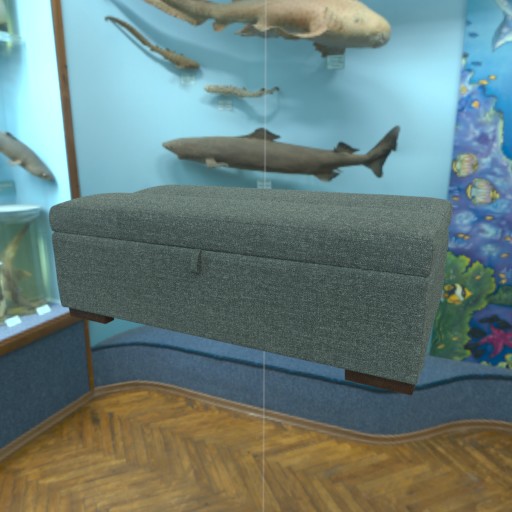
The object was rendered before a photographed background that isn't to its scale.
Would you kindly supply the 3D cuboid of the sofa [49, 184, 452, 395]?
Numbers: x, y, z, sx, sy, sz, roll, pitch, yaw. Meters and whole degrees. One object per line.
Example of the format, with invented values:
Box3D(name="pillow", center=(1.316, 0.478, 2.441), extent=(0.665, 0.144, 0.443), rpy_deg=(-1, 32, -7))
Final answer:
Box3D(name="sofa", center=(0.000, 0.000, 1.572), extent=(1.198, 0.417, 0.782), rpy_deg=(7, 16, 25))
